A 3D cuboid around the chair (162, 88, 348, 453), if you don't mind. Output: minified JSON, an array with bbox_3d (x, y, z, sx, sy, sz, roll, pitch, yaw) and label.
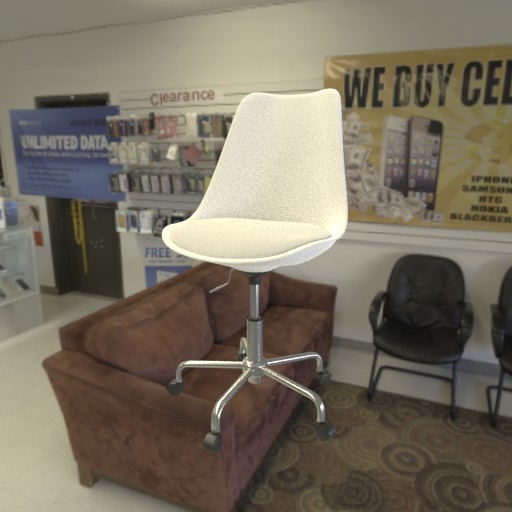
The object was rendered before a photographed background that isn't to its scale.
[{"bbox_3d":[0.000,0.000,1.259,0.550,0.930,0.550,7,16,26],"label":"chair"}]
